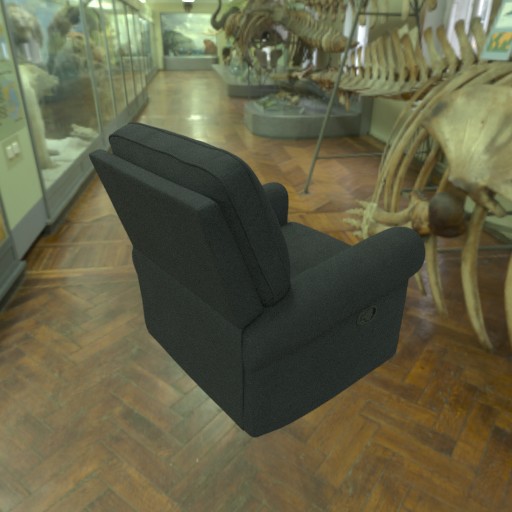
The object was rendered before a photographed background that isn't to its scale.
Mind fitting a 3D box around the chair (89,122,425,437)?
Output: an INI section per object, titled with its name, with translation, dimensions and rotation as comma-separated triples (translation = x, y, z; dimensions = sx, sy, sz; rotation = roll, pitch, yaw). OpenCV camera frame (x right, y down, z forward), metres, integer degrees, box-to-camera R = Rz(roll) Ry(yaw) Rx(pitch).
[chair]
translation = 0.000, 0.000, 1.646
dimensions = 0.878, 0.961, 0.890
rotation = -19, 32, -34
